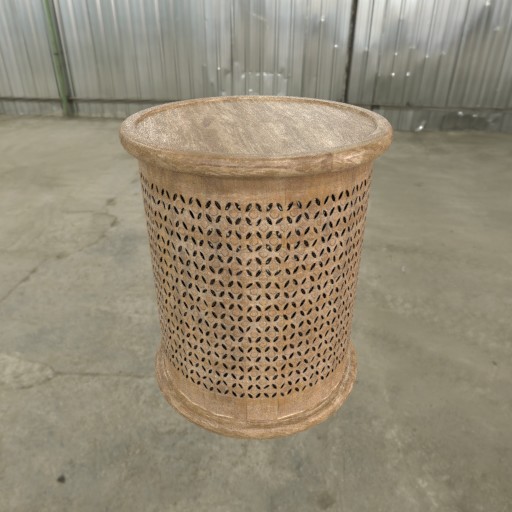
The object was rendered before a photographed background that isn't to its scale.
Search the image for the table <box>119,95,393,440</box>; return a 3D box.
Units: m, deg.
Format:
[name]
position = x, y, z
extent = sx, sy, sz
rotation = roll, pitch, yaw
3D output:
[table]
position = 0.000, 0.000, 0.795
extent = 0.407, 0.482, 0.407
rotation = 0, 30, 0
